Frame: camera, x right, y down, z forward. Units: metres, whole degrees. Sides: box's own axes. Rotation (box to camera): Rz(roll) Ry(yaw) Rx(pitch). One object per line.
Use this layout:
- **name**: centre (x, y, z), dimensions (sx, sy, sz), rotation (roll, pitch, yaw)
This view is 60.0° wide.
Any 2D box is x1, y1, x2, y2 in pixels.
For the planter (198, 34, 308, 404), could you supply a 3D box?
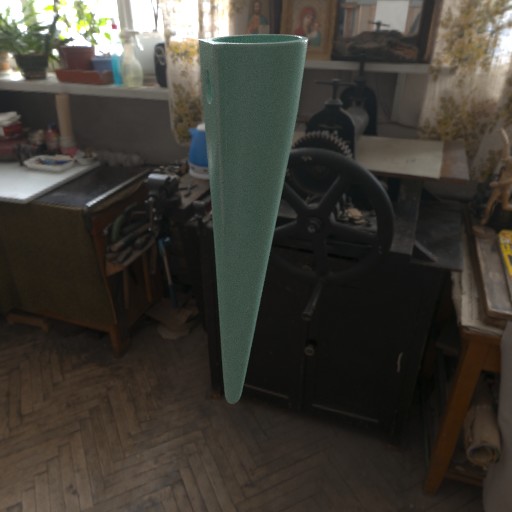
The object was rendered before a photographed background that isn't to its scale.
- **planter**: centre (0.000, 0.000, 0.302), dimensions (0.055, 0.268, 0.054), rotation (-11, 32, -17)
